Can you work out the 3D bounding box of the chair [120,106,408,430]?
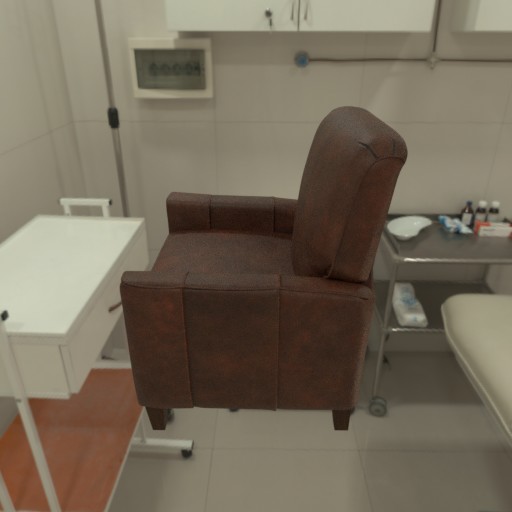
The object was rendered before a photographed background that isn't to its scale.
[{"bbox_3d":[0.000,0.000,1.696,0.836,1.043,0.843,0,27,1],"label":"chair"}]
